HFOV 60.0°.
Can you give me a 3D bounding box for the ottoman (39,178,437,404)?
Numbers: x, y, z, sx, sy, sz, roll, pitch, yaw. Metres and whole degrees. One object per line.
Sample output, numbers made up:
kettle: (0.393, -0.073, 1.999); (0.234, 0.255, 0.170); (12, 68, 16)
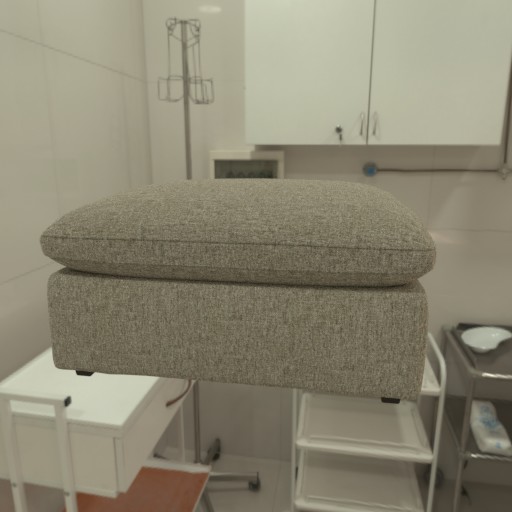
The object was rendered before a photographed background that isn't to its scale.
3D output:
ottoman: (0.000, 0.000, 1.575); (1.035, 0.526, 1.039); (2, 14, 9)
